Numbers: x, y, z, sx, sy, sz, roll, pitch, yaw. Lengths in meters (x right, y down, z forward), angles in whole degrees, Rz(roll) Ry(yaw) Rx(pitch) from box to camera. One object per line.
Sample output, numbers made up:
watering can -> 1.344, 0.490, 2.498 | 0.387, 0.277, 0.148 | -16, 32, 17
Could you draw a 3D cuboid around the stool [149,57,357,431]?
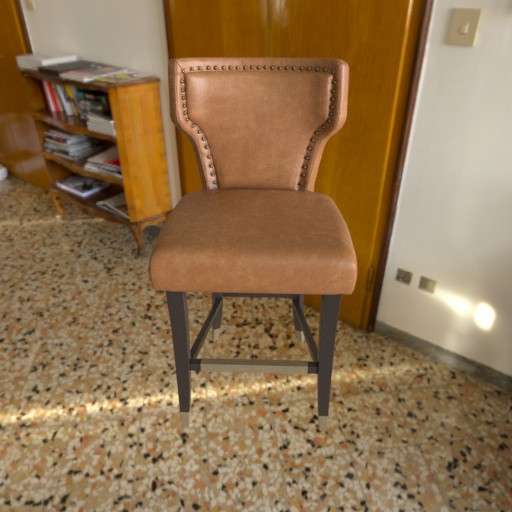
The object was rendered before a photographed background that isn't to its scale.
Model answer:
stool -> 0.000, 0.000, 1.380 | 0.526, 1.092, 0.563 | 1, 31, 2
